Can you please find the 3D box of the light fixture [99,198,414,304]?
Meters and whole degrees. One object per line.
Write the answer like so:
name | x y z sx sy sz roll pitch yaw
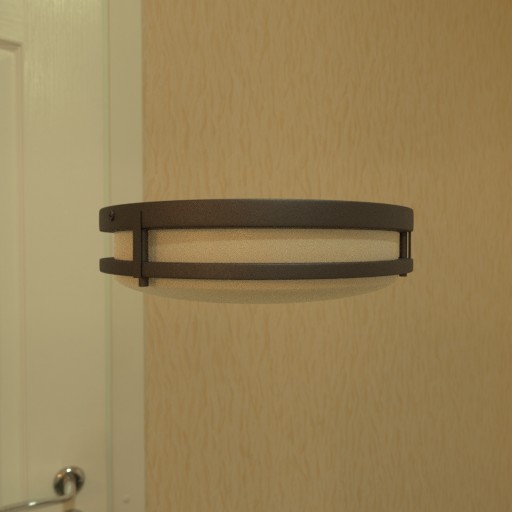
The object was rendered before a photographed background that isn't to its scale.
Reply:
light fixture | 0.000 0.000 0.530 0.356 0.102 0.356 0 2 0
